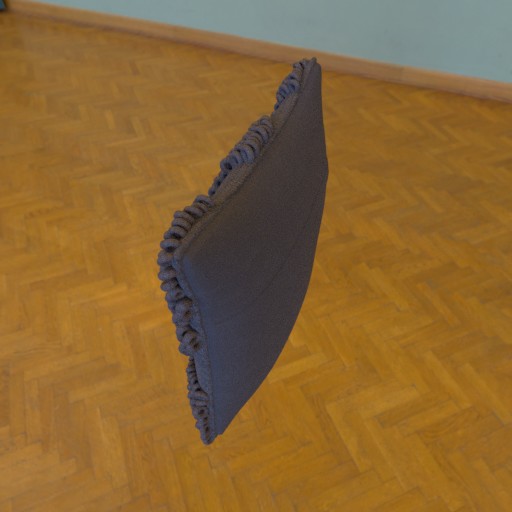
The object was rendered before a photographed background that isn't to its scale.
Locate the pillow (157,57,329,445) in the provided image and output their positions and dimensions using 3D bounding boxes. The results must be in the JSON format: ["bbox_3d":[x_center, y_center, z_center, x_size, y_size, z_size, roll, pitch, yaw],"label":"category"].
[{"bbox_3d":[0.000,0.000,0.713,0.172,0.467,0.470,16,49,15],"label":"pillow"}]
